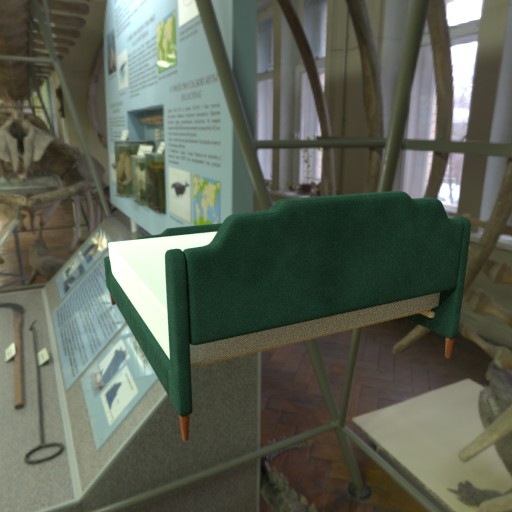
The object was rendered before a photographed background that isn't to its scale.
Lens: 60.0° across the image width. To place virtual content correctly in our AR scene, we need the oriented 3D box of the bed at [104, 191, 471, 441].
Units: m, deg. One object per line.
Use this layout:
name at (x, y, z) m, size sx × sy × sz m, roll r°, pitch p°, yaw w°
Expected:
bed at (0.000, 0.000, 3.620) m, size 2.074 × 1.245 × 2.340 m, roll -8°, pitch 17°, yaw -26°
